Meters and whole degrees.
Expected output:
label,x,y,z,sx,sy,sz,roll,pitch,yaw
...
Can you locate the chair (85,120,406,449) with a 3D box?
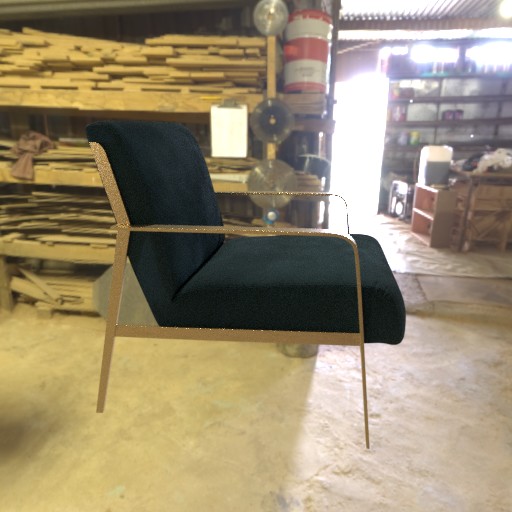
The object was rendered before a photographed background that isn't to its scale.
label,x,y,z,sx,sy,sz,roll,pitch,yaw
chair,0.000,0.000,1.430,0.859,0.831,0.692,3,16,9
